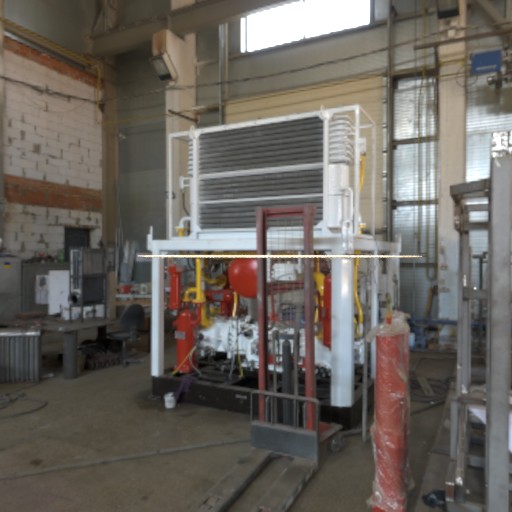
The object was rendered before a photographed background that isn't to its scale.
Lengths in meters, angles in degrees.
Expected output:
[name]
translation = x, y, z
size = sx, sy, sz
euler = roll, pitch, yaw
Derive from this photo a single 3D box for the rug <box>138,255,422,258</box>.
[rug]
translation = 0.000, 0.000, 2.995
size = 1.520, 0.006, 2.432
euler = 0, 0, -18
